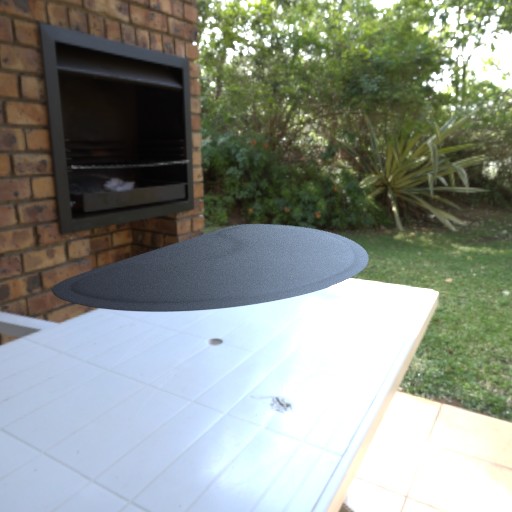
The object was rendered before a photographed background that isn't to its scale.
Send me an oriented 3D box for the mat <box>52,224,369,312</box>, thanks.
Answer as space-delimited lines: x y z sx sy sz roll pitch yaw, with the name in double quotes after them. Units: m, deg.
0.000 0.000 1.869 0.913 0.013 1.524 6 15 25 "mat"
